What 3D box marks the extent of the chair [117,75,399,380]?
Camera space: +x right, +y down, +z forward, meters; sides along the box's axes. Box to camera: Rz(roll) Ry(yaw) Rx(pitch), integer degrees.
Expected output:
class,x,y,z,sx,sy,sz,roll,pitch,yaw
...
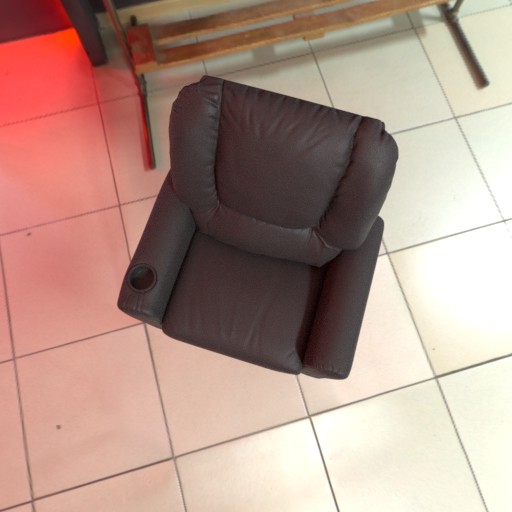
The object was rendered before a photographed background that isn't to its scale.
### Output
class,x,y,z,sx,sy,sz,roll,pitch,yaw
chair,0.000,0.000,1.148,0.610,0.709,0.521,16,75,5
